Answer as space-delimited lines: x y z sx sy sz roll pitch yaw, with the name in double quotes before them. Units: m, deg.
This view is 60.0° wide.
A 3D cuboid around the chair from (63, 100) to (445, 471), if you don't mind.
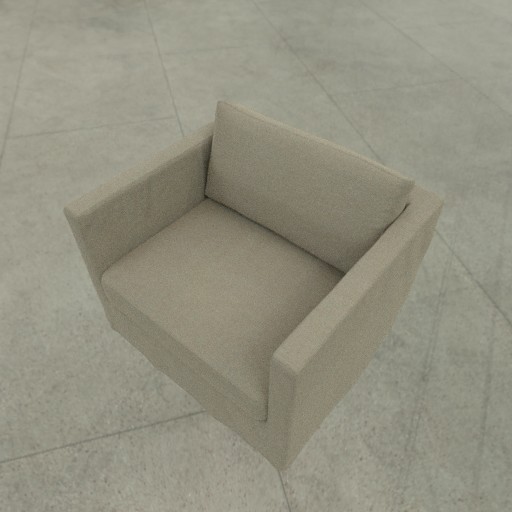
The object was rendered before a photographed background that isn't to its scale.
"chair" 0.000 0.000 1.766 1.057 0.863 0.949 31 54 26
